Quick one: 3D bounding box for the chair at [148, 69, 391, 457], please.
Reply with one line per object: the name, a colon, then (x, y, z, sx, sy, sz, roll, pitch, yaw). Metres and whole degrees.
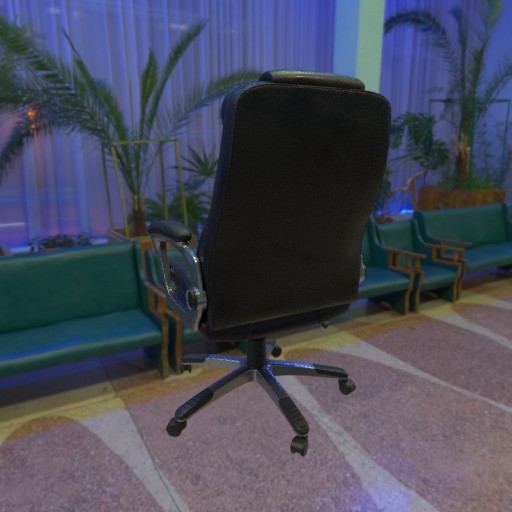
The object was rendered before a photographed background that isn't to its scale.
chair: (0.000, 0.000, 1.478, 0.697, 1.075, 0.689, -7, 15, -28)
